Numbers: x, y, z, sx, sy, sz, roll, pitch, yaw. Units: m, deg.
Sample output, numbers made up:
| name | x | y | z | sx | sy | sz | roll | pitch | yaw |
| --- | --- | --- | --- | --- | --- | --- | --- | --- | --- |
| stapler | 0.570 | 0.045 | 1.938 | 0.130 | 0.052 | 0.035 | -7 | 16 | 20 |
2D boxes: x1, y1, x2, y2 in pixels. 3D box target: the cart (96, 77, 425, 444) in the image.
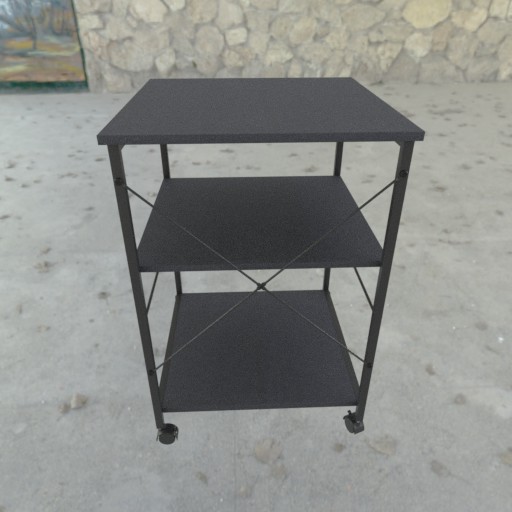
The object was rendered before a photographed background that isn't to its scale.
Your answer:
| name | x | y | z | sx | sy | sz | roll | pitch | yaw |
| --- | --- | --- | --- | --- | --- | --- | --- | --- | --- |
| cart | 0.000 | 0.000 | 1.118 | 0.521 | 0.762 | 0.520 | -1 | 31 | -2 |
